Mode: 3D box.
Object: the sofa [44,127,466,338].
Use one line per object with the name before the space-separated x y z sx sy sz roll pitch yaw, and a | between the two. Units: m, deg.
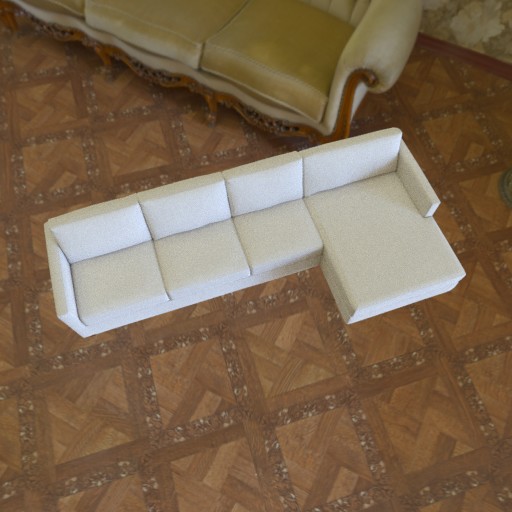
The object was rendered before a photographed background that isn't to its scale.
sofa | 0.000 0.000 4.071 3.471 0.954 1.599 -17 65 -8
